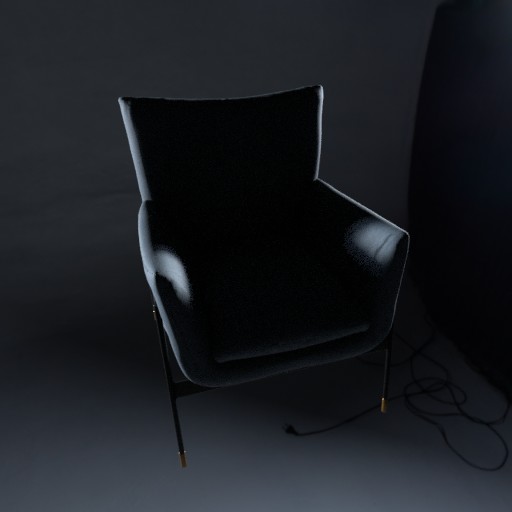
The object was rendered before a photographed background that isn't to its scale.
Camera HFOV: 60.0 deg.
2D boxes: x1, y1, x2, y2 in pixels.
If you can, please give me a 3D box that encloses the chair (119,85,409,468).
[{"bbox_3d":[0.000,0.000,1.369,0.678,0.858,0.709,-9,32,-15],"label":"chair"}]
